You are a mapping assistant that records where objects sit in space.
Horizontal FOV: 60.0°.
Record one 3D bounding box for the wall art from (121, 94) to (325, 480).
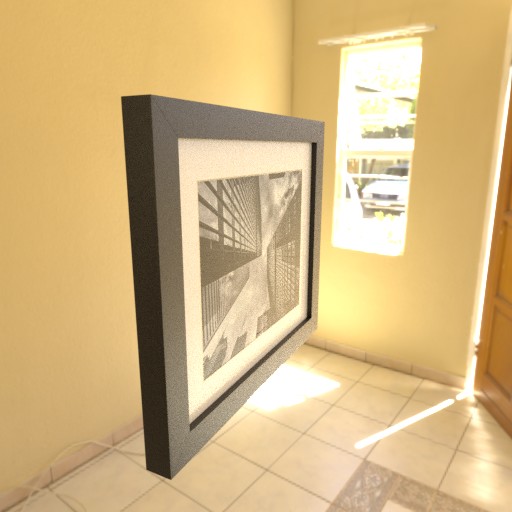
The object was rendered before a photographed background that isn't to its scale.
[{"bbox_3d":[0.000,0.000,0.523,0.028,0.321,0.381,7,15,26],"label":"wall art"}]
